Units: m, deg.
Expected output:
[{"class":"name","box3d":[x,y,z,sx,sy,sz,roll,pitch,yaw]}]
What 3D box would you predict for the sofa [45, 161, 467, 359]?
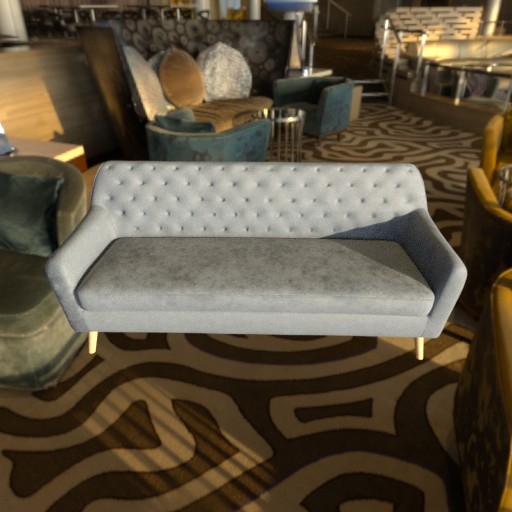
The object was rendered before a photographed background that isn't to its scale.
[{"class":"sofa","box3d":[0.000,0.000,2.433,1.975,0.832,0.841,1,29,1]}]
